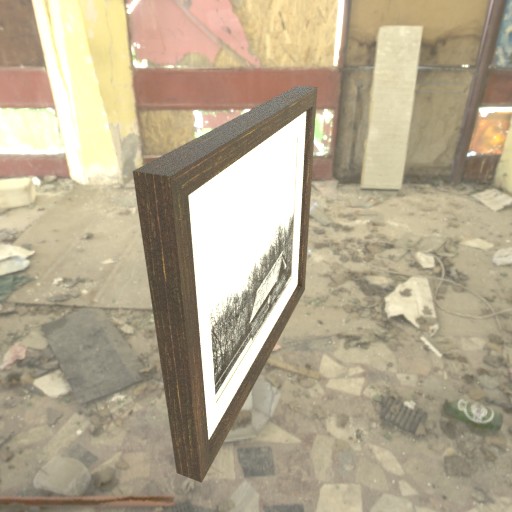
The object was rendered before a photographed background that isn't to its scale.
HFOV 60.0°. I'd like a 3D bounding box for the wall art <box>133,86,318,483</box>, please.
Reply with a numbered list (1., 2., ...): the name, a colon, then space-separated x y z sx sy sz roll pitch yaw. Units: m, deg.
1. wall art: 0.000 0.000 0.534 0.031 0.330 0.381 11 32 19
